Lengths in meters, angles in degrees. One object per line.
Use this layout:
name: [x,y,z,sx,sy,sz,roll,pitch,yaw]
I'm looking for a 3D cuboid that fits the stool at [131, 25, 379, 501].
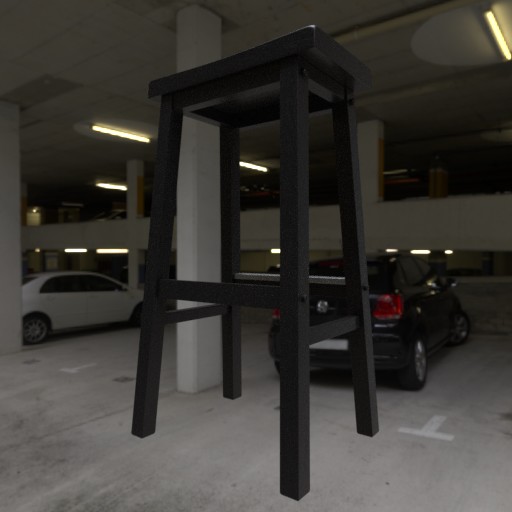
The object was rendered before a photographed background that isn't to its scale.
stool: [0.000,0.000,0.919,0.406,0.742,0.322,1,1,37]
